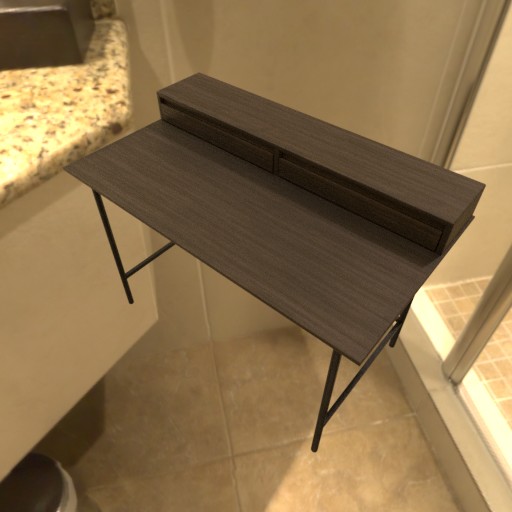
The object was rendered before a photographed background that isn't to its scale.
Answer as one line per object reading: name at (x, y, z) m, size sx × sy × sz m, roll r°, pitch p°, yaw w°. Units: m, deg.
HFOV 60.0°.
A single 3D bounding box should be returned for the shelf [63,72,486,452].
shelf at (0.000, 0.000, 1.696) m, size 1.212 × 0.865 × 0.685 m, roll 31°, pitch 53°, yaw 27°
